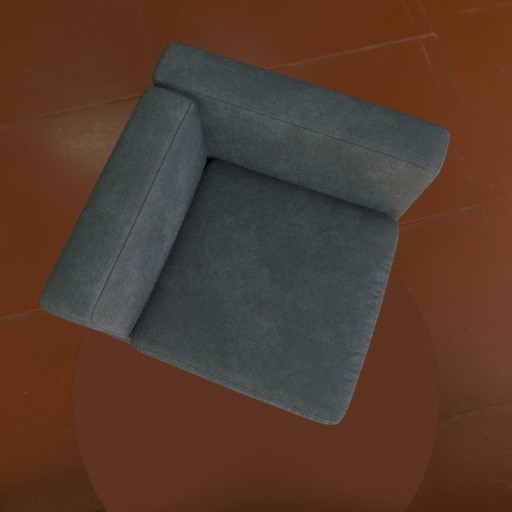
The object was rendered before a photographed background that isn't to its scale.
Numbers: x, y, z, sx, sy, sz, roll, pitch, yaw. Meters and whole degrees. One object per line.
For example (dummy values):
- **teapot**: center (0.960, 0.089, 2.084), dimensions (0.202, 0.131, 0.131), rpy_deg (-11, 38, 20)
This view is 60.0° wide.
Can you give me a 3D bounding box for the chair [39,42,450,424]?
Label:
- **chair**: center (0.000, 0.000, 1.182), dimensions (0.680, 0.660, 0.680), rpy_deg (19, 75, 5)
